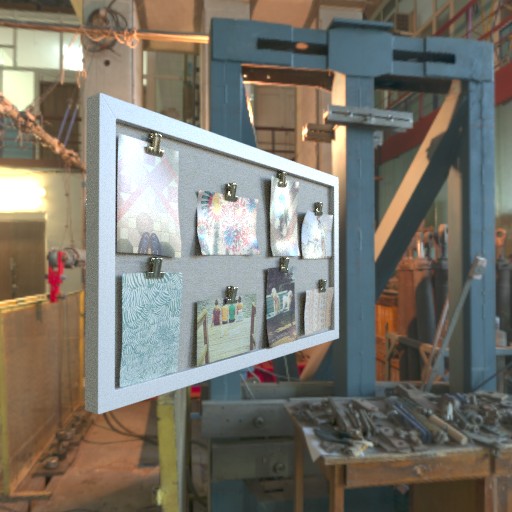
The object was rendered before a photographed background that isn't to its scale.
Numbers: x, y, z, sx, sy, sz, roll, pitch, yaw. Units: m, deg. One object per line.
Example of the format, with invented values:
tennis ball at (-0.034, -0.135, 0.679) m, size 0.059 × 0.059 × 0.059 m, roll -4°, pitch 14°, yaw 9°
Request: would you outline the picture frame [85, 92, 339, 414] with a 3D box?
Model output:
picture frame at (0.000, 0.000, 0.785) m, size 0.044 × 0.379 × 0.647 m, roll -1°, pitch -1°, yaw 36°
